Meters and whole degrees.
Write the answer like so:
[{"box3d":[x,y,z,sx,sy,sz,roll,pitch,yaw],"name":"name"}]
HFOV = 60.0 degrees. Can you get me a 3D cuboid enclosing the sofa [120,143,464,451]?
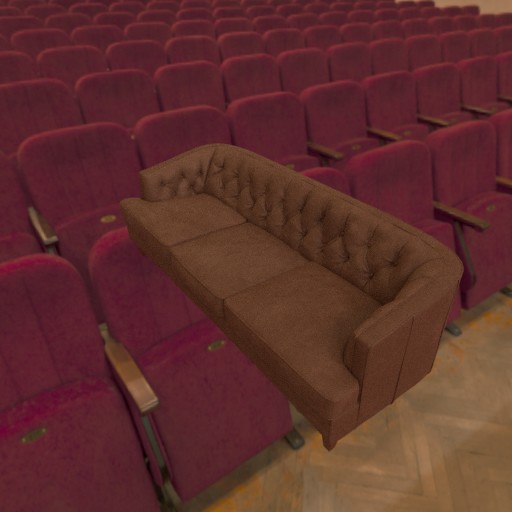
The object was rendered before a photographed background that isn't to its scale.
[{"box3d":[0.000,0.000,2.692,0.927,0.787,2.227,-21,38,-30],"name":"sofa"}]
